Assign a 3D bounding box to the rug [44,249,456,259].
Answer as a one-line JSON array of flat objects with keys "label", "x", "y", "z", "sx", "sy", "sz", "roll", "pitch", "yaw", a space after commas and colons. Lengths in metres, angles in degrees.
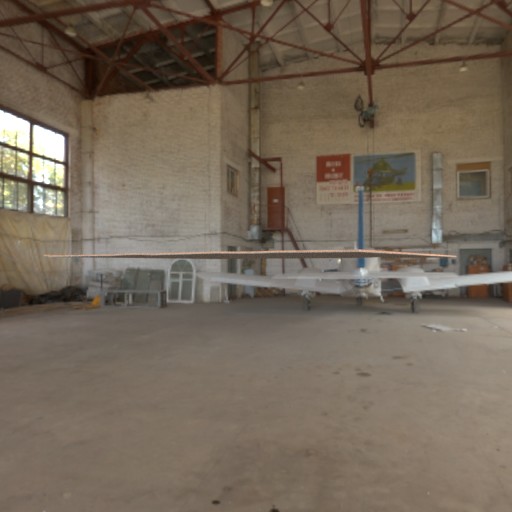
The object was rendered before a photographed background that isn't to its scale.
[{"label": "rug", "x": 0.000, "y": 0.000, "z": 4.175, "sx": 3.057, "sy": 0.021, "sz": 2.431, "roll": -1, "pitch": -1, "yaw": 35}]
